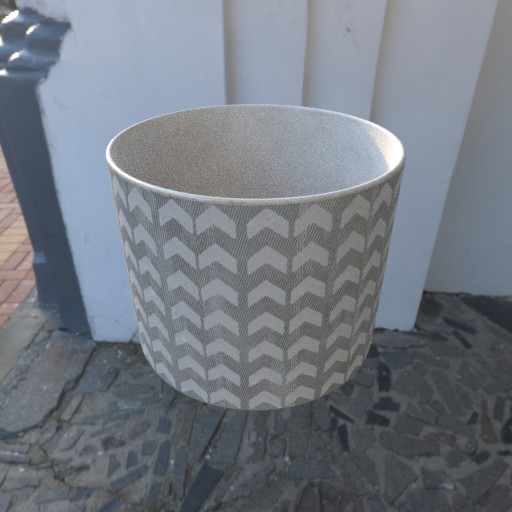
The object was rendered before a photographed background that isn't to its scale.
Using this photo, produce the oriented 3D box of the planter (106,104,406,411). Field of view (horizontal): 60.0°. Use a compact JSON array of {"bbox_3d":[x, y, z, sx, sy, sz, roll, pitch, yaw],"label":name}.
[{"bbox_3d":[0.000,0.000,0.339,0.190,0.181,0.190,0,32,0],"label":"planter"}]
